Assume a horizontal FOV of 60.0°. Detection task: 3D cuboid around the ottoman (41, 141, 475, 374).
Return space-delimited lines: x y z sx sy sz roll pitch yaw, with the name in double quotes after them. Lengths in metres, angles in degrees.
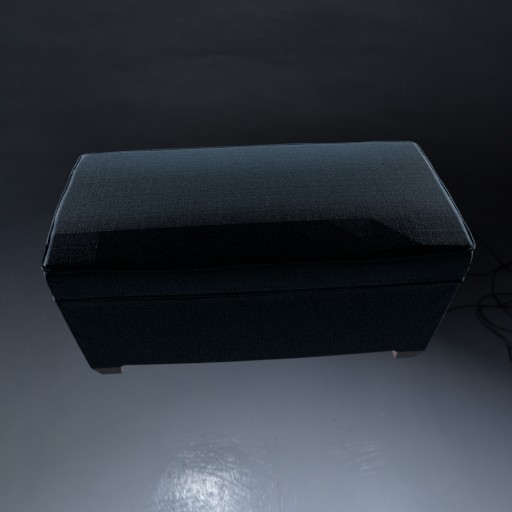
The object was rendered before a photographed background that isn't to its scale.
0.000 0.000 1.230 0.943 0.474 0.474 -3 47 -2 "ottoman"
